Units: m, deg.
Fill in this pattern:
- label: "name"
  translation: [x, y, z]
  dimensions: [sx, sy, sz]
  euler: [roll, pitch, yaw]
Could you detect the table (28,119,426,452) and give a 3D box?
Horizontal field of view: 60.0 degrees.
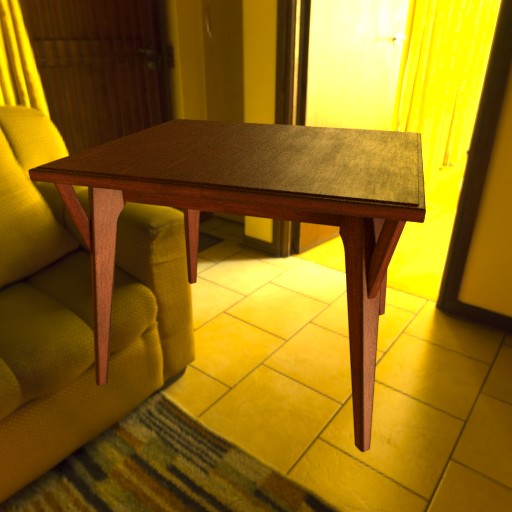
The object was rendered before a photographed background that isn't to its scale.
- label: "table"
  translation: [0.000, 0.000, 1.552]
  dimensions: [0.991, 0.761, 0.838]
  euler: [8, 27, 16]
